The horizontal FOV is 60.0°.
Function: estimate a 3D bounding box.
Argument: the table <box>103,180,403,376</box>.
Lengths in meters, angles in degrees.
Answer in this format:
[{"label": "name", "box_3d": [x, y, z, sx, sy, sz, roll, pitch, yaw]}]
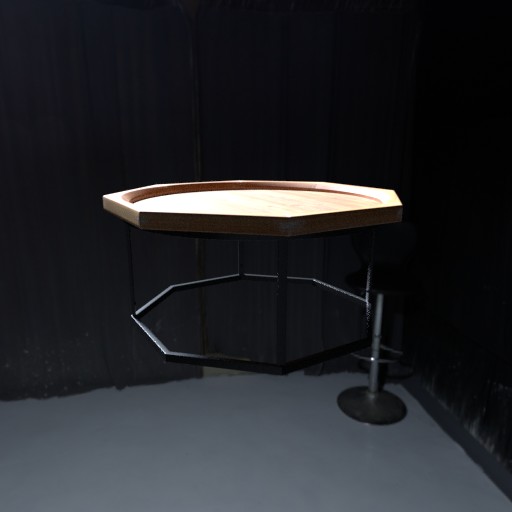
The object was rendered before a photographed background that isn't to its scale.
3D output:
[{"label": "table", "box_3d": [0.000, 0.000, 1.564, 1.002, 0.444, 1.002, 0, 14, 0]}]
